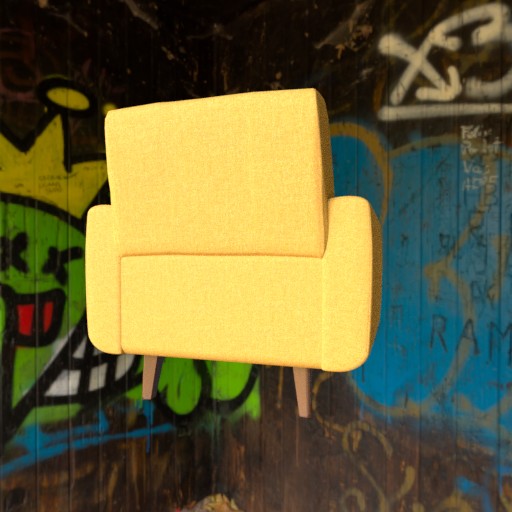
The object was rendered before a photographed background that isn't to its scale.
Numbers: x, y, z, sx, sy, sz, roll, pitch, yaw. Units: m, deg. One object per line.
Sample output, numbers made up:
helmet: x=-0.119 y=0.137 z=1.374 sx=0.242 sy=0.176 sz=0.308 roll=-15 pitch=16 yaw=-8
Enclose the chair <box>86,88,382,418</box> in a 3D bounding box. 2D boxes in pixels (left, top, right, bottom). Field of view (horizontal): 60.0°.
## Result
chair: x=0.000 y=0.000 z=1.547 sx=0.831 sy=0.841 sz=0.909 roll=0 pitch=1 yaw=17
